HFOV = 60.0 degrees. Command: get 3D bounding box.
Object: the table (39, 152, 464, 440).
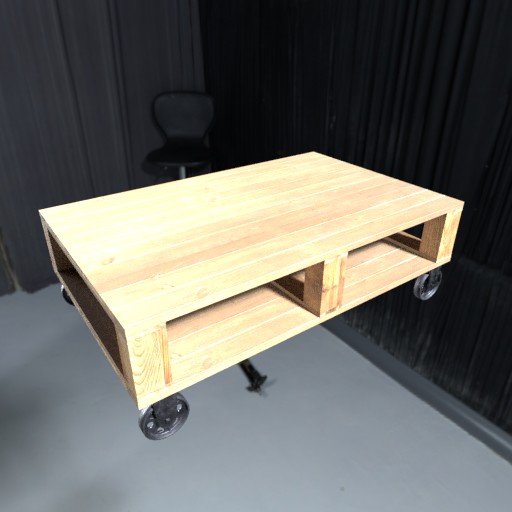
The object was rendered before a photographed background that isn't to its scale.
[{"bbox_3d":[0.000,0.000,1.701,1.299,0.413,0.827,-19,34,-31],"label":"table"}]
